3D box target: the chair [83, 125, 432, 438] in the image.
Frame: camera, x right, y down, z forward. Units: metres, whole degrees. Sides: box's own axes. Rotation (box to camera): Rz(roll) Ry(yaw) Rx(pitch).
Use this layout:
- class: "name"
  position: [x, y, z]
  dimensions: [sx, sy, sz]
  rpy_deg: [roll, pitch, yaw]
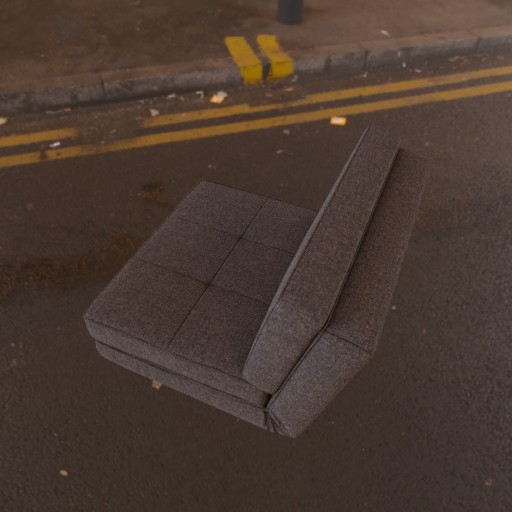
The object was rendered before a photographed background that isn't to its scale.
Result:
- class: "chair"
  position: [0.000, 0.000, 1.332]
  dimensions: [0.800, 0.615, 0.740]
  rpy_deg: [18, 49, 16]
